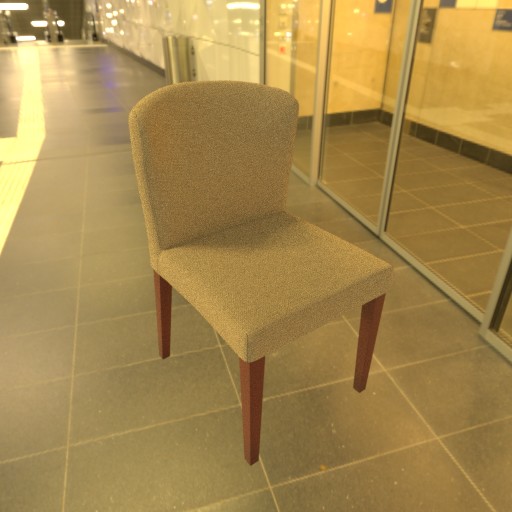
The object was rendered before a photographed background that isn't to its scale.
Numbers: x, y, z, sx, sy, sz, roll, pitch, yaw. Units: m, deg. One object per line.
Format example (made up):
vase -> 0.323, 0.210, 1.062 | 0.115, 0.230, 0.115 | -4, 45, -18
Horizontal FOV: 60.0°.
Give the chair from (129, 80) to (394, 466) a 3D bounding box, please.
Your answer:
chair -> 0.000, 0.000, 1.216 | 0.491, 0.839, 0.589 | -20, 35, -31
